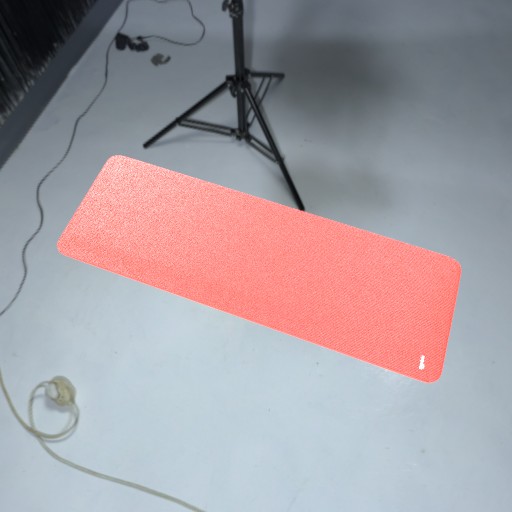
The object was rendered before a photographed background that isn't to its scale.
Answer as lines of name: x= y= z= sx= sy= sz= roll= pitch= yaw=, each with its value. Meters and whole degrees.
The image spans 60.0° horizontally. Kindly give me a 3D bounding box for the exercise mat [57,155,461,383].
exercise mat: x=0.000 y=0.000 z=2.120 sx=1.869 sy=0.021 sz=0.616 roll=18 pitch=66 yaw=8
